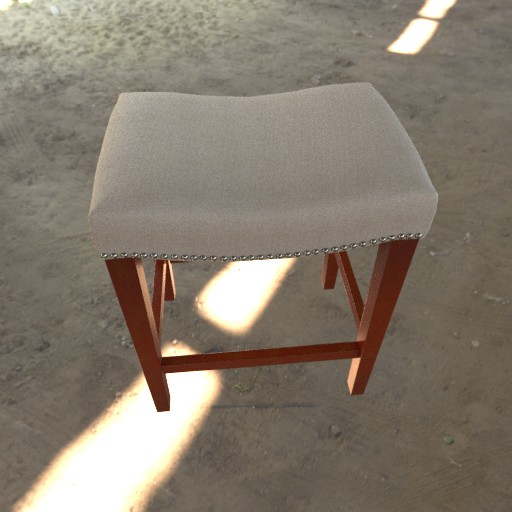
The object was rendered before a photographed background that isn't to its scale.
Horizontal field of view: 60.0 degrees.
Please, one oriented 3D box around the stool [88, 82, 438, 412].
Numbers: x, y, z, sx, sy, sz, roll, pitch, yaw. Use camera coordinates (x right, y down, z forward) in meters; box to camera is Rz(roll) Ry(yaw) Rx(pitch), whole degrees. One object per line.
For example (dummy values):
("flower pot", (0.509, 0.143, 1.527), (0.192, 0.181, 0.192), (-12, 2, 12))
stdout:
("stool", (0.000, 0.000, 0.949), (0.509, 0.632, 0.375), (-4, 46, -4))
